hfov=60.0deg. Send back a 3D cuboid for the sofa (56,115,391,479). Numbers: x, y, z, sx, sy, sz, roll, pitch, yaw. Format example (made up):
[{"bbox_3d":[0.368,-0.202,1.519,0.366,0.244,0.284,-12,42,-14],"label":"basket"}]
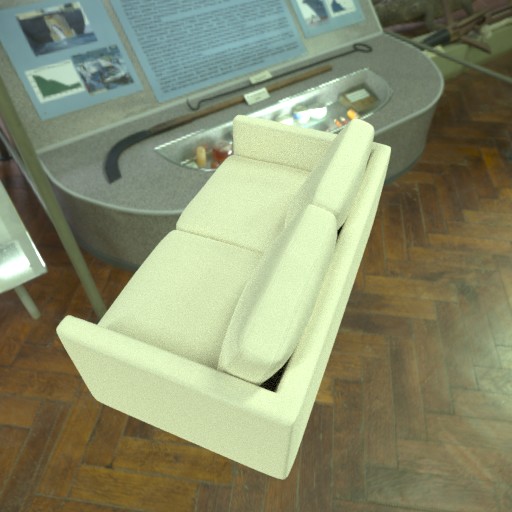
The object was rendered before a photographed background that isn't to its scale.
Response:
[{"bbox_3d":[0.000,0.000,2.204,0.964,0.888,1.702,17,49,15],"label":"sofa"}]
